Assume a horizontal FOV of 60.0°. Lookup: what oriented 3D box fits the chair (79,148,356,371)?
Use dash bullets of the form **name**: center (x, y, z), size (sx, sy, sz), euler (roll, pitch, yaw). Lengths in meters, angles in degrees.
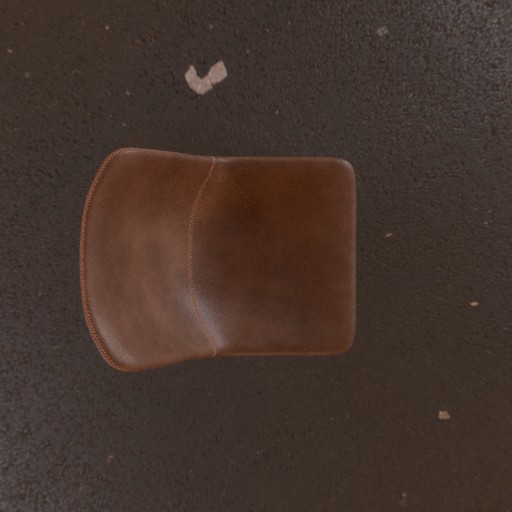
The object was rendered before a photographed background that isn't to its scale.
- **chair**: center (0.000, 0.000, 1.064), size (0.551, 0.780, 0.460), euler (0, 91, 0)
